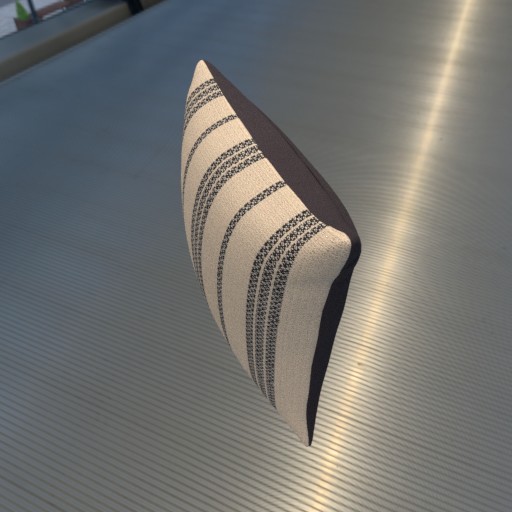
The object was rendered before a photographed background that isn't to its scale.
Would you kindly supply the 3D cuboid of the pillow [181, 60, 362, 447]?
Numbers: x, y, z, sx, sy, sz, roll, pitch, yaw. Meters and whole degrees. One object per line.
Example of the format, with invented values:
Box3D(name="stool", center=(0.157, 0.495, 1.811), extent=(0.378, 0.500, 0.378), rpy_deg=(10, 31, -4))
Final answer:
Box3D(name="pillow", center=(0.000, 0.000, 0.628), extent=(0.173, 0.406, 0.405), rpy_deg=(-16, 48, -16))
